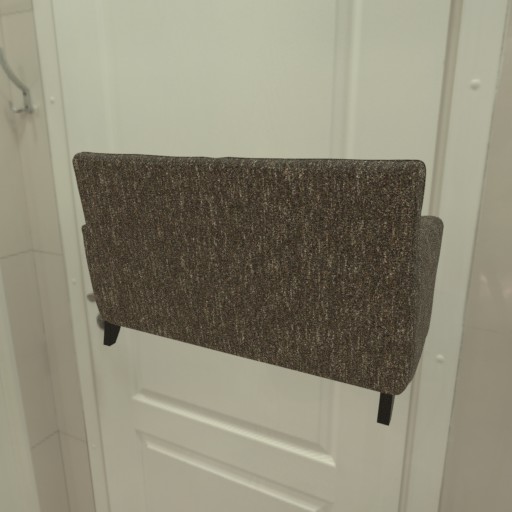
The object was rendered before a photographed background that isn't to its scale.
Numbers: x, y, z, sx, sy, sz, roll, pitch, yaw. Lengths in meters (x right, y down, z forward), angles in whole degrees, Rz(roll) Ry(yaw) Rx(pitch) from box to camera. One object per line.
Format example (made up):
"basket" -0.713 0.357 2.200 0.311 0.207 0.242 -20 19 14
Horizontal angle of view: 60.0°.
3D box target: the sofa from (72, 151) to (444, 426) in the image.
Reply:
"sofa" 0.000 0.000 2.045 1.519 0.946 0.801 8 18 26
